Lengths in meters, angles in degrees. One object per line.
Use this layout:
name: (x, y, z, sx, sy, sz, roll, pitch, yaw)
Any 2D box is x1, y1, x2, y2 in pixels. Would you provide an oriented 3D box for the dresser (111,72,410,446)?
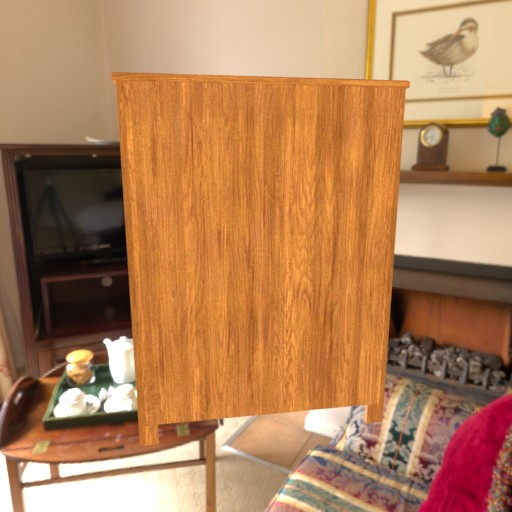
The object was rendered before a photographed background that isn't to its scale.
dresser: (0.000, 0.000, 1.998, 1.081, 1.431, 0.558, -2, 13, -9)
